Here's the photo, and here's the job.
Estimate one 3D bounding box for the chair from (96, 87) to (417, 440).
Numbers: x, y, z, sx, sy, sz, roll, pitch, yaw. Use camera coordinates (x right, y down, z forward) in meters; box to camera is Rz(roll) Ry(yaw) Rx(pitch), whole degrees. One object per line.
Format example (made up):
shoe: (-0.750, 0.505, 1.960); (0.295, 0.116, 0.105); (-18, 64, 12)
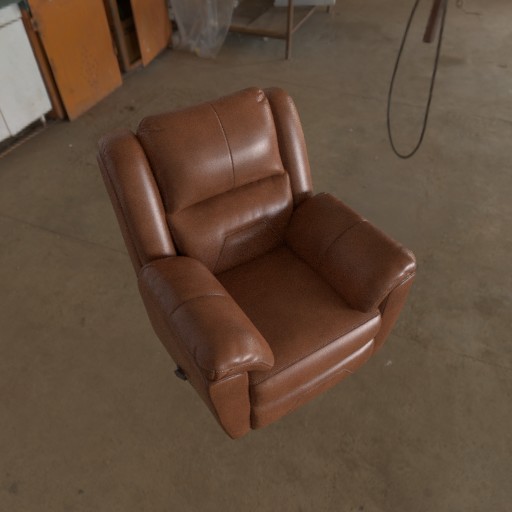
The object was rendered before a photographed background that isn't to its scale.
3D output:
chair: (0.000, 0.000, 1.942); (0.990, 1.093, 1.041); (-24, 50, -22)
